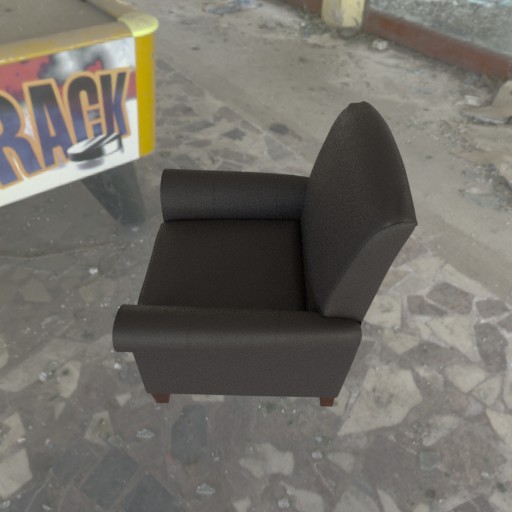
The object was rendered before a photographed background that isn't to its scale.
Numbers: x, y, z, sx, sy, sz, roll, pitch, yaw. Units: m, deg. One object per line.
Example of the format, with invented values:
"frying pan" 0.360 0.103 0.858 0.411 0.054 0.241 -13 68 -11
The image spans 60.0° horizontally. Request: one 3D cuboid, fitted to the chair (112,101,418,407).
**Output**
"chair" 0.000 0.000 1.768 0.902 1.061 0.978 1 43 1
